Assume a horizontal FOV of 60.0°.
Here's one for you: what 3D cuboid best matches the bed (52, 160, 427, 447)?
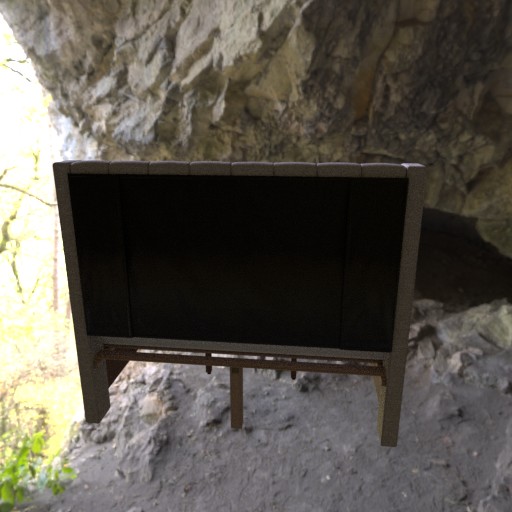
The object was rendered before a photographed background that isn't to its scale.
[{"bbox_3d":[0.000,0.000,3.739,2.044,1.748,2.372,2,17,6],"label":"bed"}]
